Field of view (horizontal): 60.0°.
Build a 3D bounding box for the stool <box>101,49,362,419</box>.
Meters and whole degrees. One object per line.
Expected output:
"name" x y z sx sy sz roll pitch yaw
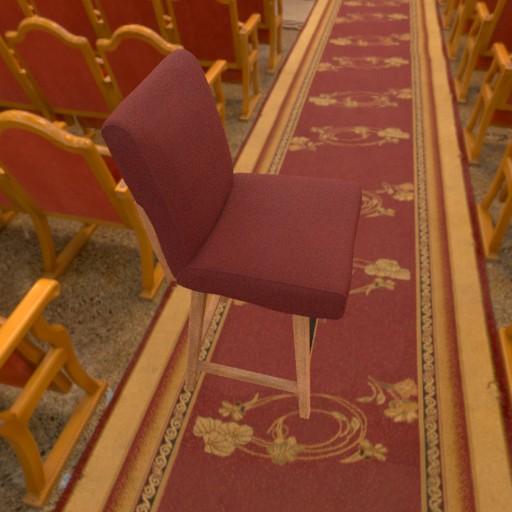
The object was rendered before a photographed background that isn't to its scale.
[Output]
"stool" 0.000 0.000 1.336 0.562 1.038 0.468 10 47 10
